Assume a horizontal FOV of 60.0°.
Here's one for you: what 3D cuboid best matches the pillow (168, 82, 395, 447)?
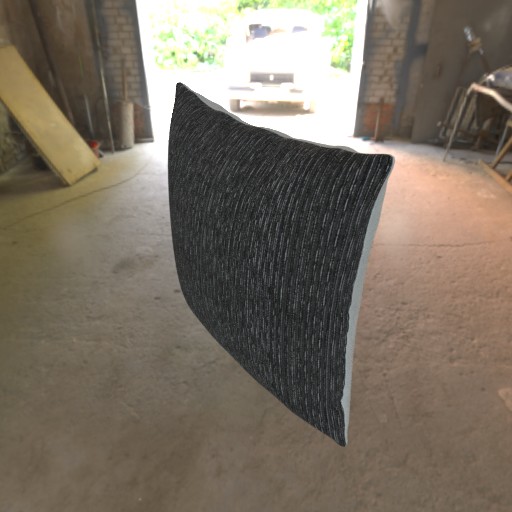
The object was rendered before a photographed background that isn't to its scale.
[{"bbox_3d":[0.000,0.000,0.668,0.196,0.434,0.433,-21,38,-30],"label":"pillow"}]
